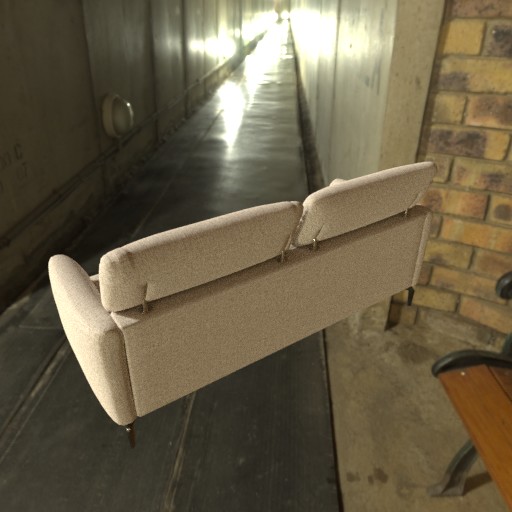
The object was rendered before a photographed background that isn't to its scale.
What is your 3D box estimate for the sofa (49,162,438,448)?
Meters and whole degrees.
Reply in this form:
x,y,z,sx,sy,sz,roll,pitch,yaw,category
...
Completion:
x,y,z,sx,sy,sz,roll,pitch,yaw,category
0.000,0.000,2.426,2.015,0.956,0.856,-19,36,-29,sofa
